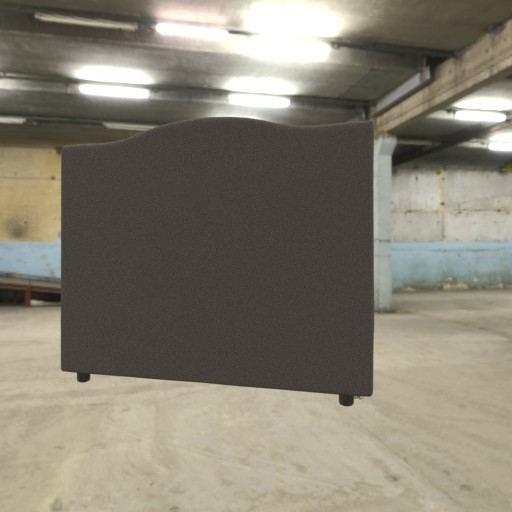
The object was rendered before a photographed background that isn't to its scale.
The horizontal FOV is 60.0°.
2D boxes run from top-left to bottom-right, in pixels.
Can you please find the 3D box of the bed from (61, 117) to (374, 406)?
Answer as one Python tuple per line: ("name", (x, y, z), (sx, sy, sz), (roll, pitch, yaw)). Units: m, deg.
("bed", (0.000, 0.000, 3.163), (1.666, 1.387, 2.036), (0, 0, 16))
